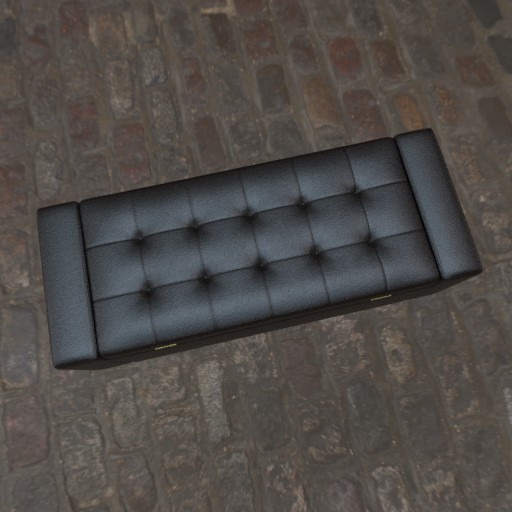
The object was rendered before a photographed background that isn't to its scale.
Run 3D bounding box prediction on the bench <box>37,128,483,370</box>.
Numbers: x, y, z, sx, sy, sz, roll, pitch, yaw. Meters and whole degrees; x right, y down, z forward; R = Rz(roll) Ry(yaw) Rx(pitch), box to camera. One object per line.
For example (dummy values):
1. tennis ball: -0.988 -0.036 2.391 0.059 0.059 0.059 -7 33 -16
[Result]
1. bench: 0.000 0.000 1.546 1.296 0.445 0.508 -12 76 -3
